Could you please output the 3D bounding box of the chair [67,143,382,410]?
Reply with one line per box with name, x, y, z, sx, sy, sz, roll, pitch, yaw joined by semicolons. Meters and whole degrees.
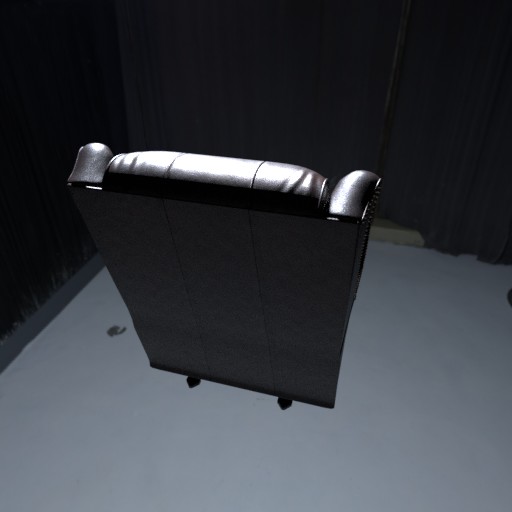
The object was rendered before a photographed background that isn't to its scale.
chair;0.000;0.000;1.787;0.869;1.084;1.008;9;34;14
